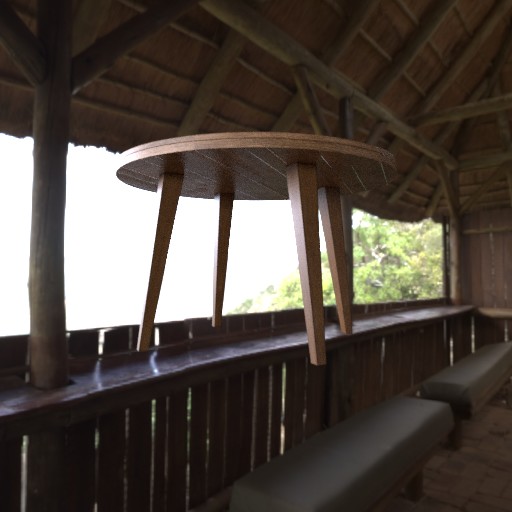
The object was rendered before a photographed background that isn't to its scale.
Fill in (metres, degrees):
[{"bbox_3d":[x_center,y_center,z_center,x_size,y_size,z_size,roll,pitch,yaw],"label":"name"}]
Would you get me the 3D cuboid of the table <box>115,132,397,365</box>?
[{"bbox_3d":[0.000,0.000,1.999,1.213,0.764,1.213,0,-1,0],"label":"table"}]
